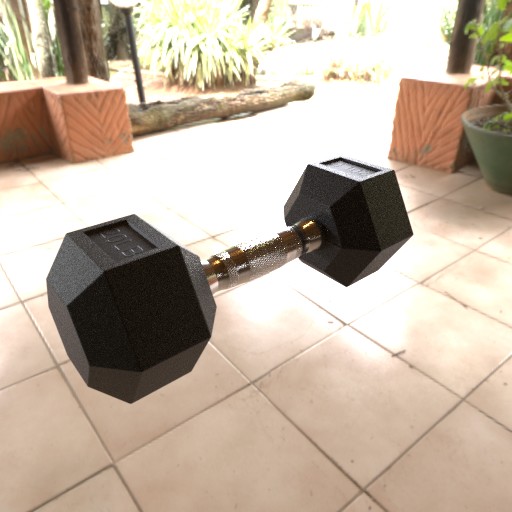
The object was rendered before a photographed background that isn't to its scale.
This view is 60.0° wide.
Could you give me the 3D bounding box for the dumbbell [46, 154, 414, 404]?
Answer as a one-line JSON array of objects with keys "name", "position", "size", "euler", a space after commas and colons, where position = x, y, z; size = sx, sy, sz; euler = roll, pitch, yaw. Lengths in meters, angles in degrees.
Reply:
[{"name": "dumbbell", "position": [0.000, 0.000, 0.351], "size": [0.297, 0.101, 0.116], "euler": [-22, 37, -33]}]
